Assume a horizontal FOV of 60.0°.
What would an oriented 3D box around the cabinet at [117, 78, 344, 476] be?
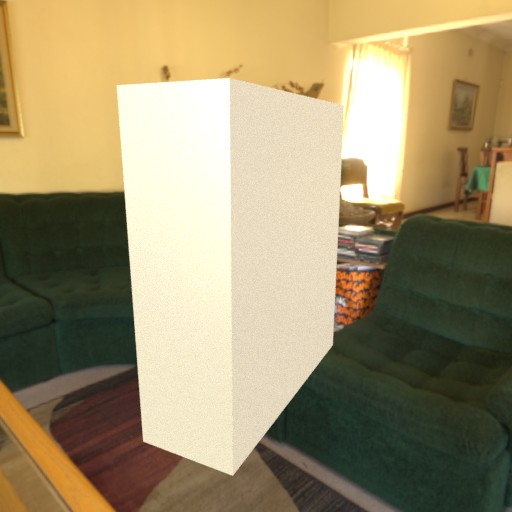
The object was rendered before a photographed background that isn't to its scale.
[{"bbox_3d":[0.000,0.000,1.701,0.348,1.150,0.990,7,16,26],"label":"cabinet"}]
